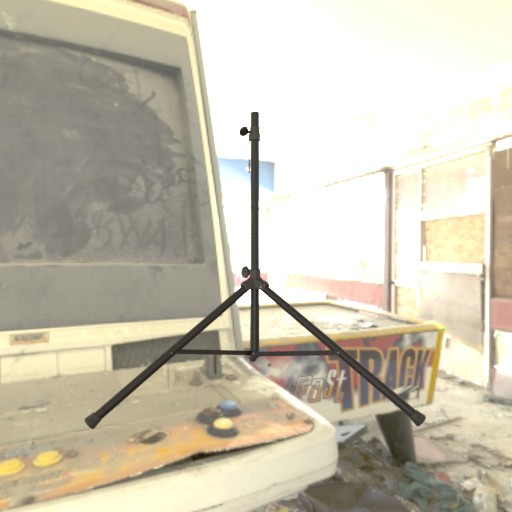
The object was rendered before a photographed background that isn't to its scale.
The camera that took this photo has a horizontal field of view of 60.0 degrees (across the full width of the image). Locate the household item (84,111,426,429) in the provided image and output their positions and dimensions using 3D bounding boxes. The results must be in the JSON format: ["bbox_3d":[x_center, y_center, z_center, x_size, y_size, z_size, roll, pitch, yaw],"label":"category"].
[{"bbox_3d":[0.000,0.000,2.690,1.596,1.595,1.339,0,0,0],"label":"household item"}]
